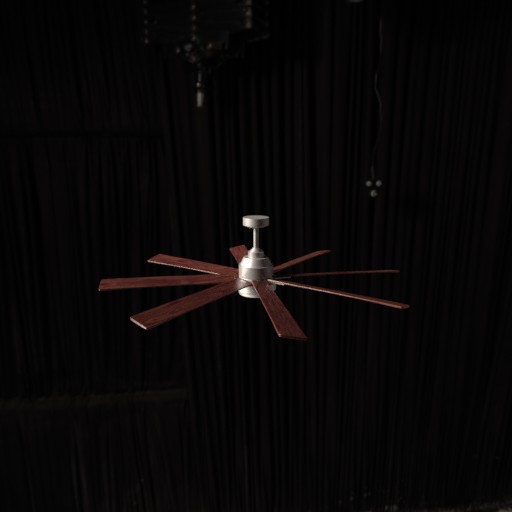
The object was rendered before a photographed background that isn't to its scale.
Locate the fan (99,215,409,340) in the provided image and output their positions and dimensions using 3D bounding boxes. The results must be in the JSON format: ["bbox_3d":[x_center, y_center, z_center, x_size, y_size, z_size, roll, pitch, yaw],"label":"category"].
[{"bbox_3d":[0.000,0.000,2.681,1.830,0.472,1.830,-2,13,-9],"label":"fan"}]
